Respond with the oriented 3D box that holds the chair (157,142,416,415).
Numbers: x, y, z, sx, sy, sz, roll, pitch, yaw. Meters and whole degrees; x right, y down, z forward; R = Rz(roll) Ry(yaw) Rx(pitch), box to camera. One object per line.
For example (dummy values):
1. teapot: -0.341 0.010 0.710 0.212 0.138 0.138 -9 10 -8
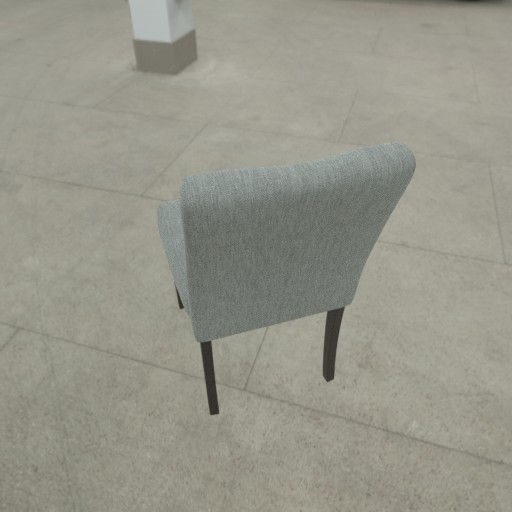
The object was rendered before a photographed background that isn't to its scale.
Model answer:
1. chair: 0.000 0.000 1.262 0.487 0.884 0.629 -12 43 -13
